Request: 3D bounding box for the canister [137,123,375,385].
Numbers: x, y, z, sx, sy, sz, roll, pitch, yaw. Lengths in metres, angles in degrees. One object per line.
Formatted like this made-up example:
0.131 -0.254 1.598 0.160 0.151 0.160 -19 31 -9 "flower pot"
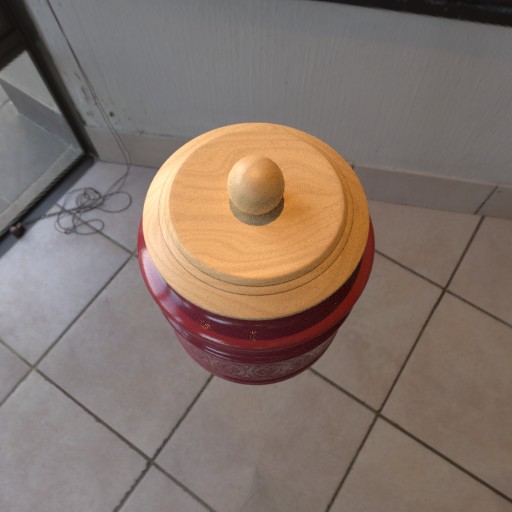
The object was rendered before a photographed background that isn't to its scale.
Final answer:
0.000 0.000 0.269 0.130 0.176 0.130 0 65 0 "canister"
